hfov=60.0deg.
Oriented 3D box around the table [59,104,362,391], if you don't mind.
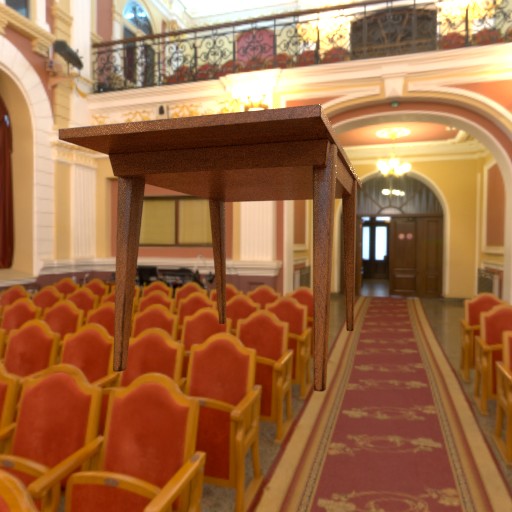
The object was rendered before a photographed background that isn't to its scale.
[{"bbox_3d":[0.000,0.000,1.843,0.757,0.760,1.400,0,1,17],"label":"table"}]
